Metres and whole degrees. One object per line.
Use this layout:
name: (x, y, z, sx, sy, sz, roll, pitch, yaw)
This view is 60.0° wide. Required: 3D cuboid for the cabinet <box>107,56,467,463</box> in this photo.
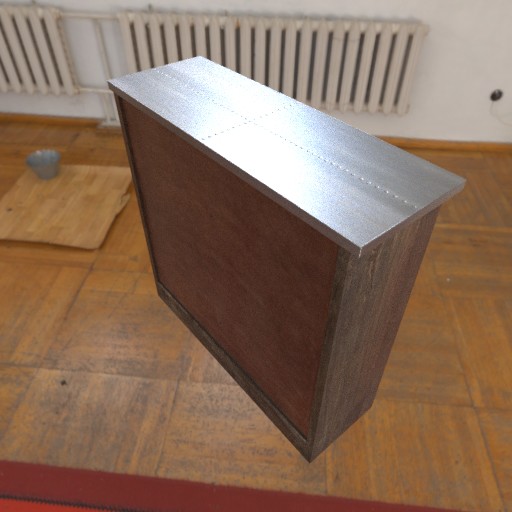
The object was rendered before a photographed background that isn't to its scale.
cabinet: (0.000, 0.000, 1.421, 0.338, 0.919, 0.968, -29, 50, -28)
